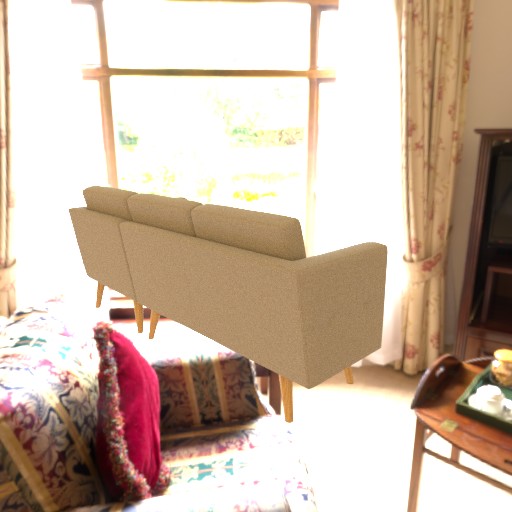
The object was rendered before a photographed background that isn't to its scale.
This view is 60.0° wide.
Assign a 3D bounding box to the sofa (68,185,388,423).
[{"bbox_3d":[0.000,0.000,2.802,1.530,0.860,2.040,-14,20,-42],"label":"sofa"}]
